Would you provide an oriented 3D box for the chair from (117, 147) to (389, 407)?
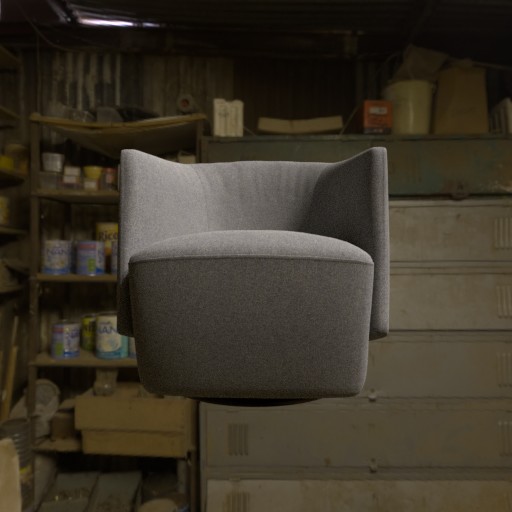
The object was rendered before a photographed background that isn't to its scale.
[{"bbox_3d":[0.000,0.000,1.594,0.822,0.861,0.986,0,1,2],"label":"chair"}]
